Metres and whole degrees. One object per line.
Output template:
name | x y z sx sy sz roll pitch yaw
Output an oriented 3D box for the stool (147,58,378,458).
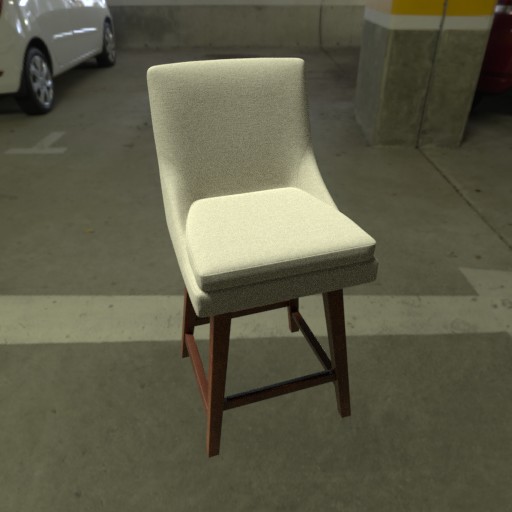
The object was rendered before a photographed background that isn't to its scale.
stool | 0.000 0.000 1.295 0.469 0.991 0.559 -10 34 -16
